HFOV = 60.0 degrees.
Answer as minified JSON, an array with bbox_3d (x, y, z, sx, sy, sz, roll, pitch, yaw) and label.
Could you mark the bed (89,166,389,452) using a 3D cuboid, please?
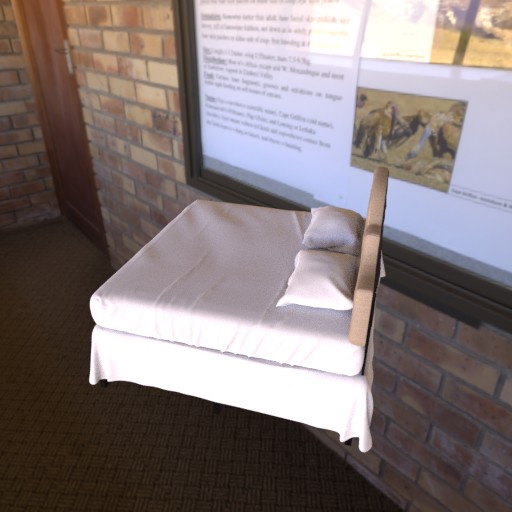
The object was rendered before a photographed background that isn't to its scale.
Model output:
[{"bbox_3d":[0.000,0.000,3.742,2.222,1.631,2.303,8,30,14],"label":"bed"}]
